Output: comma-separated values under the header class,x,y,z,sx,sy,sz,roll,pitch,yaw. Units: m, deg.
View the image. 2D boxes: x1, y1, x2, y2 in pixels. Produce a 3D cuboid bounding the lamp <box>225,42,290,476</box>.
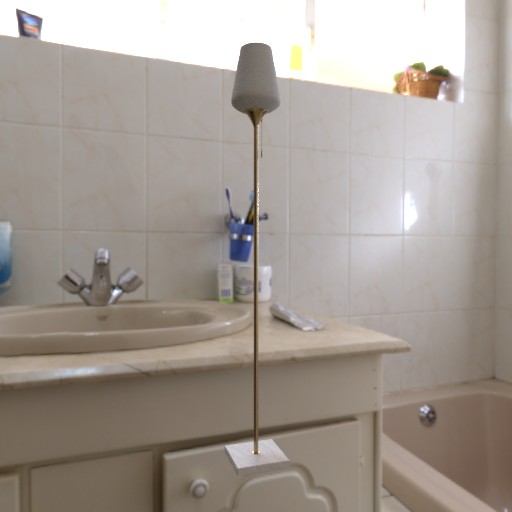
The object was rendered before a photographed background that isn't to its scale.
class,x,y,z,sx,sy,sz,roll,pitch,yaw
lamp,0.000,0.000,1.958,0.232,1.813,0.229,0,1,-18
